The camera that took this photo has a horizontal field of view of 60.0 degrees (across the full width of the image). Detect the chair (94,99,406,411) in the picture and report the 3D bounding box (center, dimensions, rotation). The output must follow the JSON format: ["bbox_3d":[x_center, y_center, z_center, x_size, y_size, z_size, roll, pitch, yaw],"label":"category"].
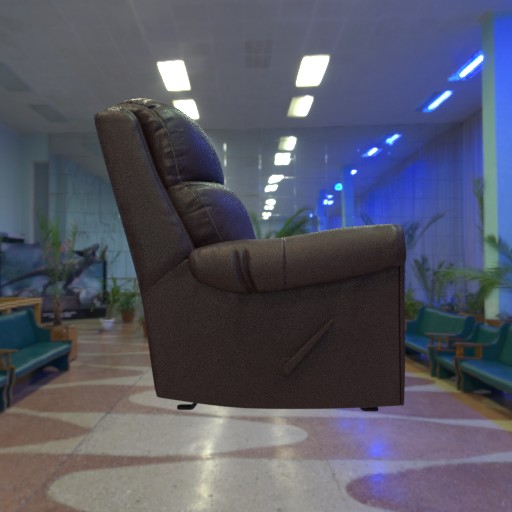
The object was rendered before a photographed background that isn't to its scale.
[{"bbox_3d":[0.000,0.000,1.729,1.014,1.054,0.838,0,-1,1],"label":"chair"}]
